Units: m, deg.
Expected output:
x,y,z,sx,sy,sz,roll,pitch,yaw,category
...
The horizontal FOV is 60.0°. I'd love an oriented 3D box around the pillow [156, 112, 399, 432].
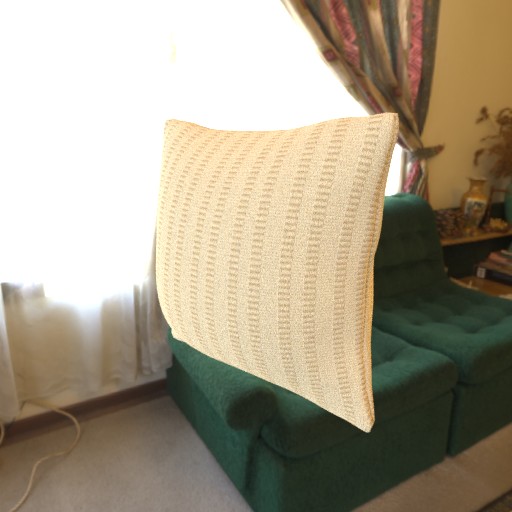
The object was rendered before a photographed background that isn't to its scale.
x,y,z,sx,sy,sz,roll,pitch,yaw,category
0.000,0.000,0.694,0.438,0.419,0.247,14,21,41,pillow
